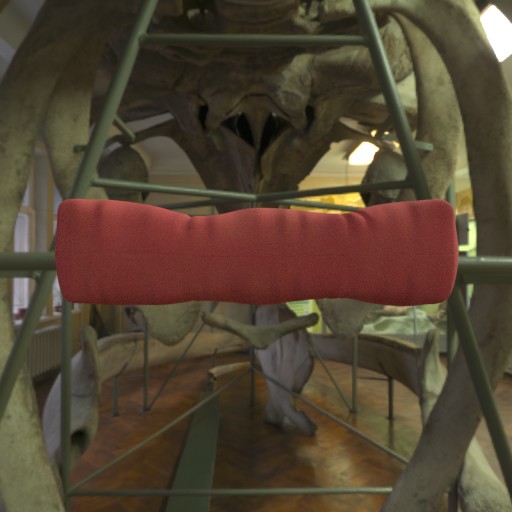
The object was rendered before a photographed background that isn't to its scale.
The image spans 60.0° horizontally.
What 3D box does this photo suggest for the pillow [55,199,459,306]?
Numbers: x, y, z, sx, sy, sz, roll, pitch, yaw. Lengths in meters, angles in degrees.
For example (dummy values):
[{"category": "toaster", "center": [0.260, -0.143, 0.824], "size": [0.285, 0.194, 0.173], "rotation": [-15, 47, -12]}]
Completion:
[{"category": "pillow", "center": [0.000, 0.000, 0.723], "size": [0.468, 0.128, 0.490], "rotation": [0, -1, 0]}]
